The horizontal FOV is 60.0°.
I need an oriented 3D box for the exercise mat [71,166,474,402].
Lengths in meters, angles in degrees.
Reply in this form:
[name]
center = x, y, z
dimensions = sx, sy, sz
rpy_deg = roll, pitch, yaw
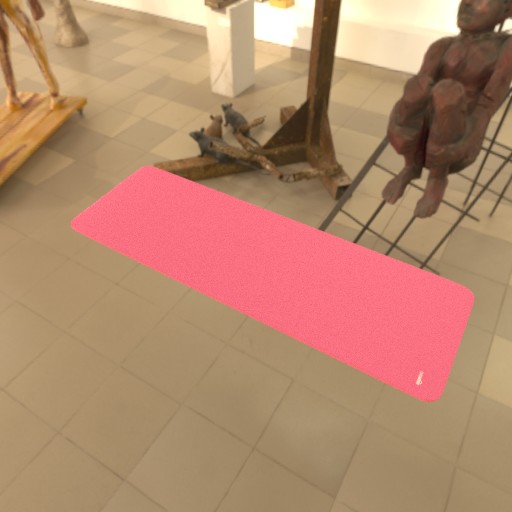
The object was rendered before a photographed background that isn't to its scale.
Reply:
[exercise mat]
center = 0.000, 0.000, 2.090
dimensions = 1.884, 0.021, 0.616
rpy_deg = 23, 50, 21
